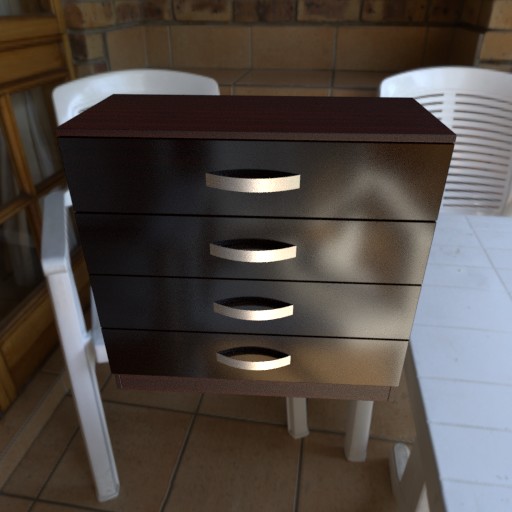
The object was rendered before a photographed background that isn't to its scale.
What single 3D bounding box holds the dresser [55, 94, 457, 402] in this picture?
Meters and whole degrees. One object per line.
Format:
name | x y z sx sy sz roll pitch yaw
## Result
dresser | 0.000 0.000 1.138 0.750 0.720 0.360 2 31 3
